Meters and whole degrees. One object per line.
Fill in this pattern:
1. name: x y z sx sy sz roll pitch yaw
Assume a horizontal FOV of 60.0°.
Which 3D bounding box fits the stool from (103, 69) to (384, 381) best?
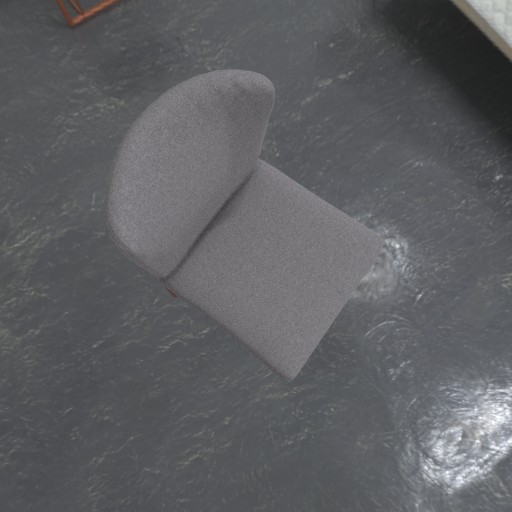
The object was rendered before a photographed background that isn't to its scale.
1. stool: 0.000 0.000 1.296 0.568 0.968 0.481 35 78 9
